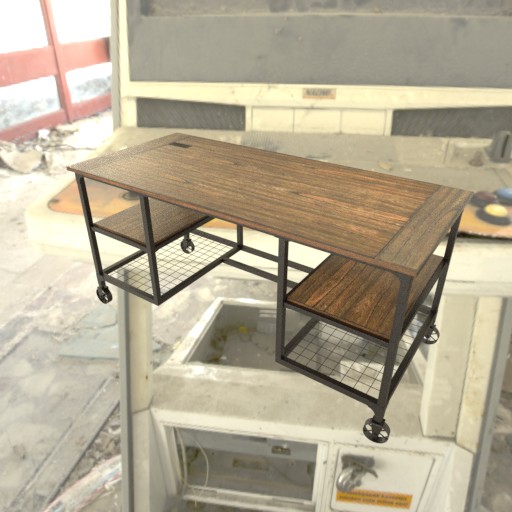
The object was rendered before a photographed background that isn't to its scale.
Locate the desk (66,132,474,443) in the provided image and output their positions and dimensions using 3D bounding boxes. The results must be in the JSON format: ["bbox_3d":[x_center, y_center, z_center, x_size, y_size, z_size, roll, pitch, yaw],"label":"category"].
[{"bbox_3d":[0.000,0.000,2.029,1.590,0.751,0.711,19,35,29],"label":"desk"}]
